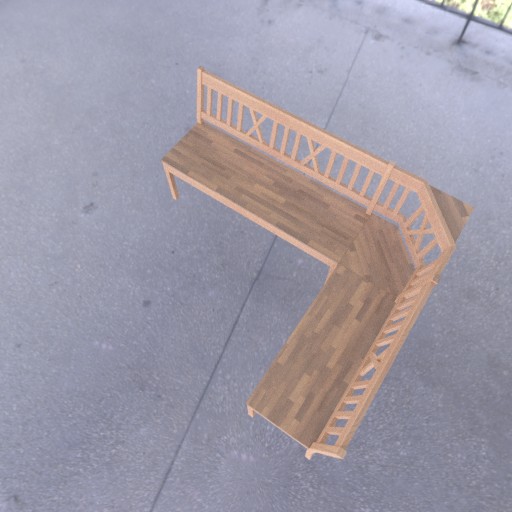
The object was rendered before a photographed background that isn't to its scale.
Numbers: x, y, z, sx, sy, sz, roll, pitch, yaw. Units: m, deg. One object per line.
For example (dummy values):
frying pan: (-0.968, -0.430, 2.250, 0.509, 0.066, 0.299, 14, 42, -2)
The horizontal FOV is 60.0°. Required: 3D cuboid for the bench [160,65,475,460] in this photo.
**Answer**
bench: (0.000, 0.000, 2.793, 1.937, 0.902, 1.537, 31, 67, 15)
